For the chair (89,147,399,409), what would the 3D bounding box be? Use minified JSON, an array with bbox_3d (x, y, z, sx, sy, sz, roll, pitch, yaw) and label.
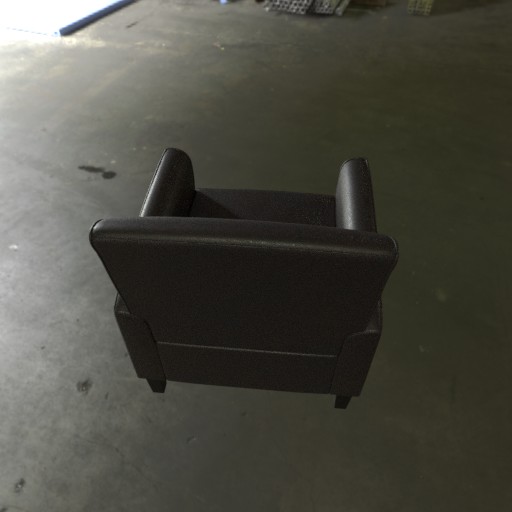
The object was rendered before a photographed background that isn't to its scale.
[{"bbox_3d":[0.000,0.000,1.622,0.820,0.916,0.819,4,45,4],"label":"chair"}]
